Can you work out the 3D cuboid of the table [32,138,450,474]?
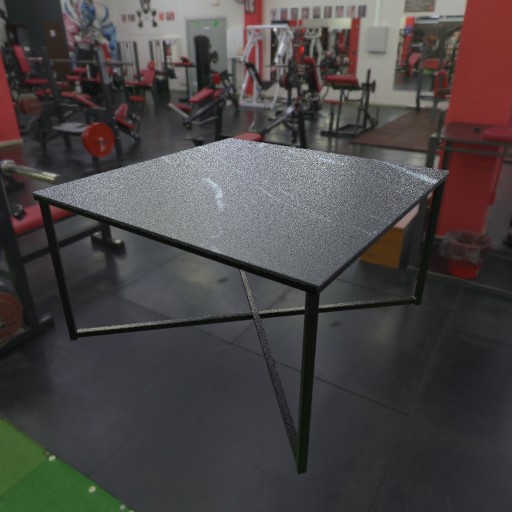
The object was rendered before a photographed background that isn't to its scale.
[{"bbox_3d":[0.000,0.000,1.287,0.800,0.450,0.800,17,31,31],"label":"table"}]
